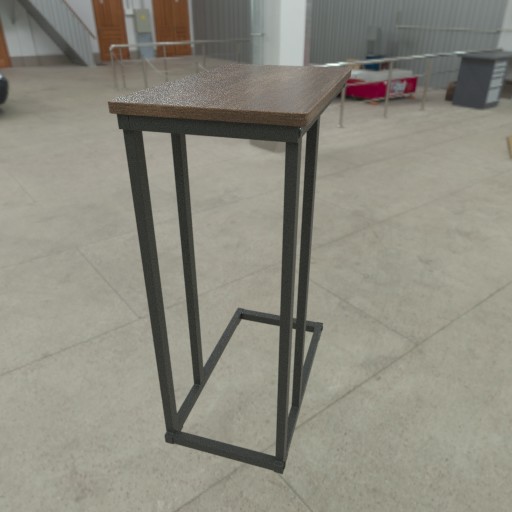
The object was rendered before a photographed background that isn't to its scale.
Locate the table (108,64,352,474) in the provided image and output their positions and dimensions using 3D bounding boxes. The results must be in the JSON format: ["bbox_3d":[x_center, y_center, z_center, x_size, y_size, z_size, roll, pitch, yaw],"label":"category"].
[{"bbox_3d":[0.000,0.000,0.859,0.254,0.637,0.450,8,30,15],"label":"table"}]
